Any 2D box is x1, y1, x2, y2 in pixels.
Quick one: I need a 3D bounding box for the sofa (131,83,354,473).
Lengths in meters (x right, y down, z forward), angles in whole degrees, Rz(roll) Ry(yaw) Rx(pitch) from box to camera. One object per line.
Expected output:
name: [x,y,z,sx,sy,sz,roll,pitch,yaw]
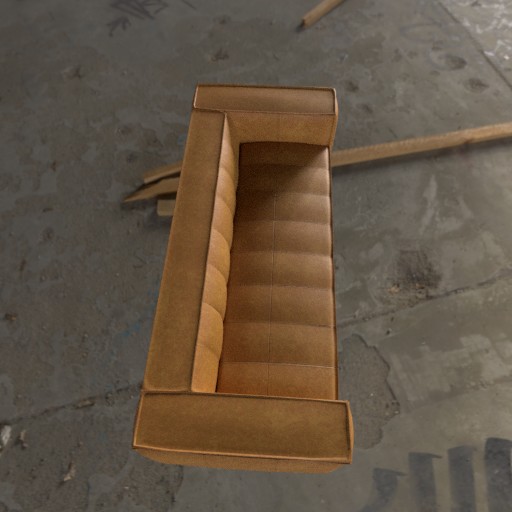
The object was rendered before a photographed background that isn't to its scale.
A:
sofa: [0.000,0.000,2.969,1.102,0.701,2.581,3,61,2]
